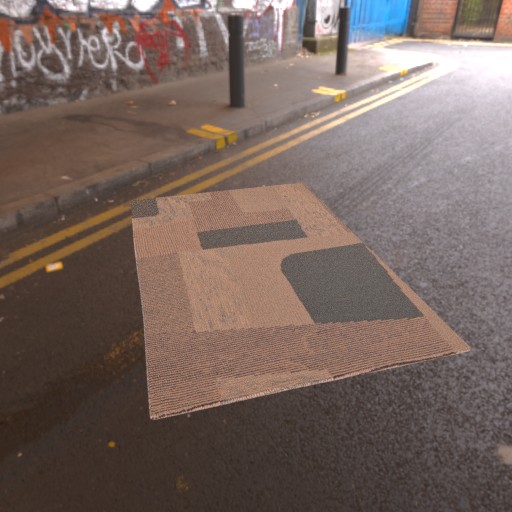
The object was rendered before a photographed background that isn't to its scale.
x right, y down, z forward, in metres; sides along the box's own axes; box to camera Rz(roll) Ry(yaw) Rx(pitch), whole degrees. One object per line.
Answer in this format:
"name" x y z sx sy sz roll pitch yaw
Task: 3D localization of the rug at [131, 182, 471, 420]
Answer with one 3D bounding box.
"rug" 0.000 0.000 2.356 1.238 0.020 1.847 -8 31 -13
